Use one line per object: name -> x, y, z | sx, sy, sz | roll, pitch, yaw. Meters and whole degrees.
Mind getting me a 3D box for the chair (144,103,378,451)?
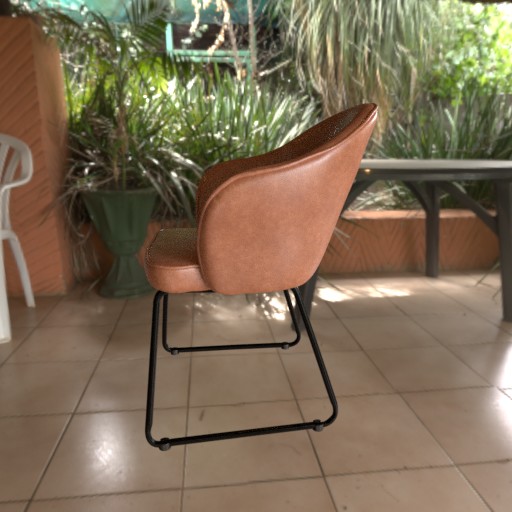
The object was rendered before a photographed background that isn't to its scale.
chair -> 0.000, 0.000, 1.200 | 0.580, 0.785, 0.582 | -2, 14, -7
